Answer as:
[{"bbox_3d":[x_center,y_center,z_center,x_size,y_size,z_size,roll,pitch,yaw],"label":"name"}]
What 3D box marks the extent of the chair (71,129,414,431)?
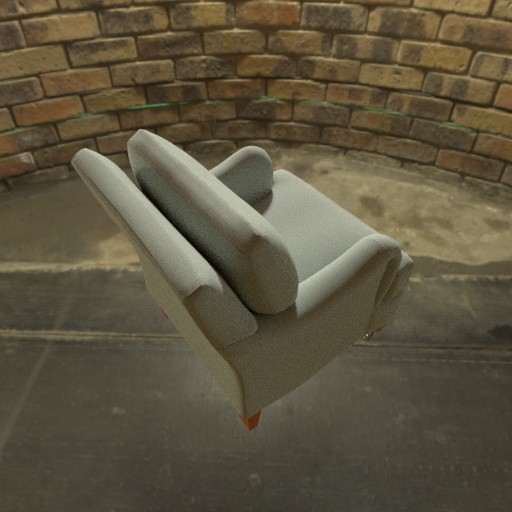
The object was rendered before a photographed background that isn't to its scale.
[{"bbox_3d":[0.000,0.000,1.910,1.070,1.038,0.955,-26,49,-25],"label":"chair"}]
